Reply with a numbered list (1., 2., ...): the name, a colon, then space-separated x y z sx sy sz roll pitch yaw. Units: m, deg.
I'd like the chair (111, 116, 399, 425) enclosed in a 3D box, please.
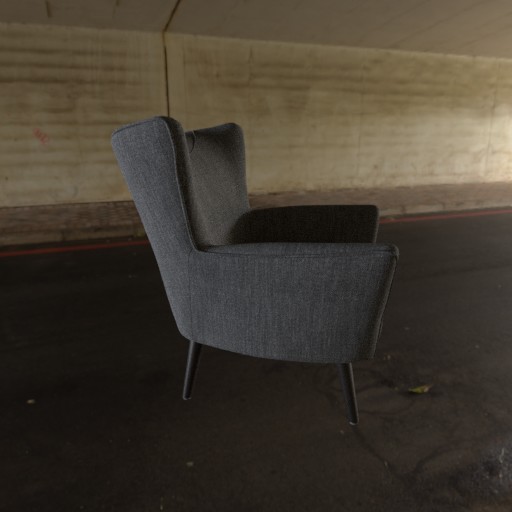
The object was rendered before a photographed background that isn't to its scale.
1. chair: 0.000 0.000 1.583 0.888 0.933 0.781 3 16 10
